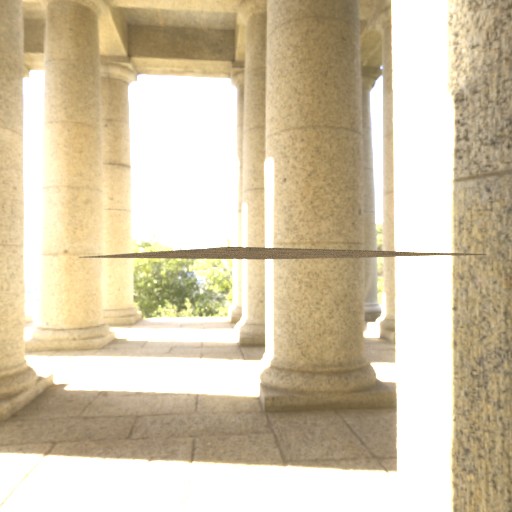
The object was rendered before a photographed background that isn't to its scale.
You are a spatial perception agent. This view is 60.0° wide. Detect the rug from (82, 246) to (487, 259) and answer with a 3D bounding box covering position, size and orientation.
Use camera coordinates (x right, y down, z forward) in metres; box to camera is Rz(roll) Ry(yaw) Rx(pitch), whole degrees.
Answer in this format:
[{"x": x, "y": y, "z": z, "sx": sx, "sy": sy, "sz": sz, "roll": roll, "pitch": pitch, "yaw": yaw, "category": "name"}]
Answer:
[{"x": 0.000, "y": 0.000, "z": 4.010, "sx": 2.380, "sy": 0.008, "sz": 2.977, "roll": 1, "pitch": -2, "yaw": -35, "category": "rug"}]
